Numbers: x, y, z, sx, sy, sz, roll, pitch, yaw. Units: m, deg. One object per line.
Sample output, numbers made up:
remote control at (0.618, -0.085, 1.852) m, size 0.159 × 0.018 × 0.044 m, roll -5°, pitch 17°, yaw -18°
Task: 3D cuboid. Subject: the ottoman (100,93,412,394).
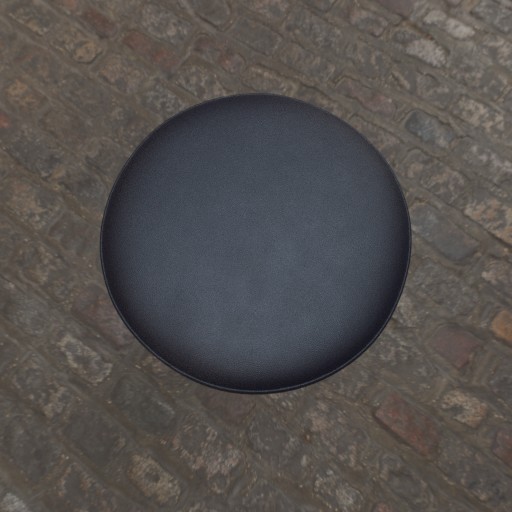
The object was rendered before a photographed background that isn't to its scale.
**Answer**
ottoman at (0.000, 0.000, 0.870) m, size 0.501 × 0.409 × 0.501 m, roll 0°, pitch 76°, yaw 0°
